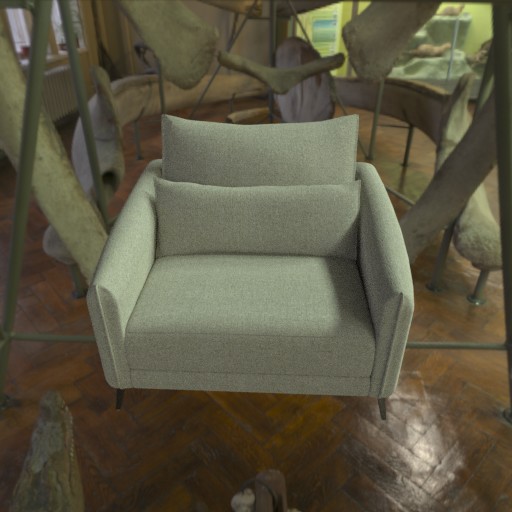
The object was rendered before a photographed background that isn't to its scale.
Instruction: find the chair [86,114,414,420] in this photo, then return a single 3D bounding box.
[{"bbox_3d":[0.000,0.000,1.625,1.029,0.856,0.801,1,31,2],"label":"chair"}]
